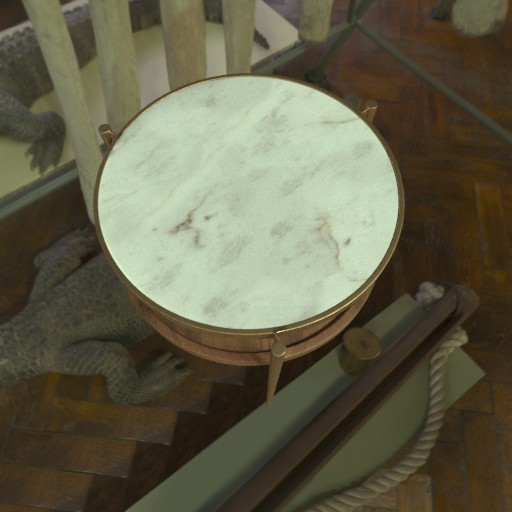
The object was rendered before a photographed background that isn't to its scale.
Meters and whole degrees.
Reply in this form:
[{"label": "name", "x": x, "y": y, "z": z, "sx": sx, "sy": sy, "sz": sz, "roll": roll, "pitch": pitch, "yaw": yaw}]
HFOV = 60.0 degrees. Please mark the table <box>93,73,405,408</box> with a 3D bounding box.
[{"label": "table", "x": 0.000, "y": 0.000, "z": 0.828, "sx": 0.456, "sy": 0.493, "sz": 0.430, "roll": -34, "pitch": 69, "yaw": -15}]
